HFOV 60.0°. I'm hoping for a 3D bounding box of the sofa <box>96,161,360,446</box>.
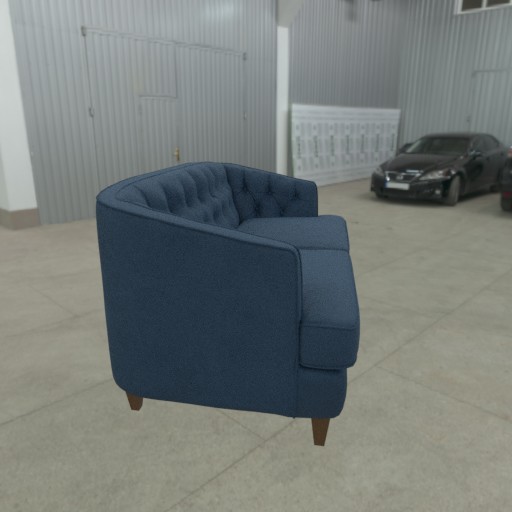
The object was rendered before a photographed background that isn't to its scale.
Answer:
[{"bbox_3d":[0.000,0.000,2.217,0.941,0.854,1.733,3,17,9],"label":"sofa"}]
